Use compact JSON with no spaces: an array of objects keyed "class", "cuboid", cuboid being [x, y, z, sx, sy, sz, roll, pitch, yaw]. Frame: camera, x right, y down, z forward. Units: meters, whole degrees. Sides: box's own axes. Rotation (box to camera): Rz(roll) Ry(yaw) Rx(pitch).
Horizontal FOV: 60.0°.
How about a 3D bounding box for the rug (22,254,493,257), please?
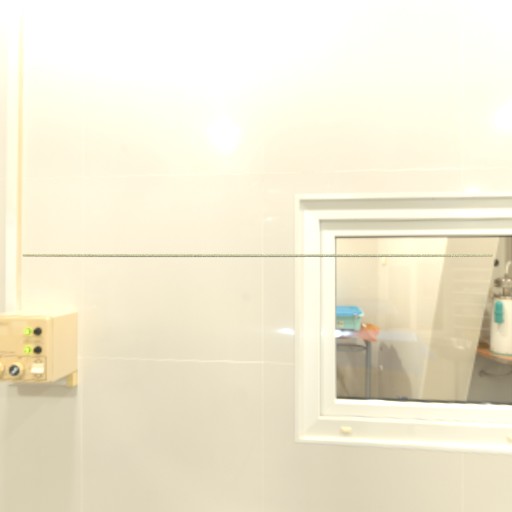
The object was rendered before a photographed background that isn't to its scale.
[{"class":"rug","cuboid":[0.000,0.000,4.226,3.204,0.016,2.452,0,0,-1]}]
